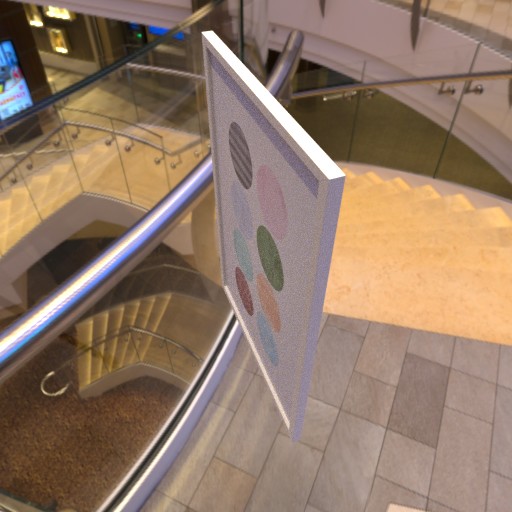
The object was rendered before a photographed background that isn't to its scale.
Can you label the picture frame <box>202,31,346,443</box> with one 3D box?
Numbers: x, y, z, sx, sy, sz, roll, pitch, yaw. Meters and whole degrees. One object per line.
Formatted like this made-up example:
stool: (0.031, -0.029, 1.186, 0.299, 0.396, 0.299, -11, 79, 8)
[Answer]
picture frame: (0.000, 0.000, 0.554, 0.013, 0.434, 0.305, -15, 47, -15)
